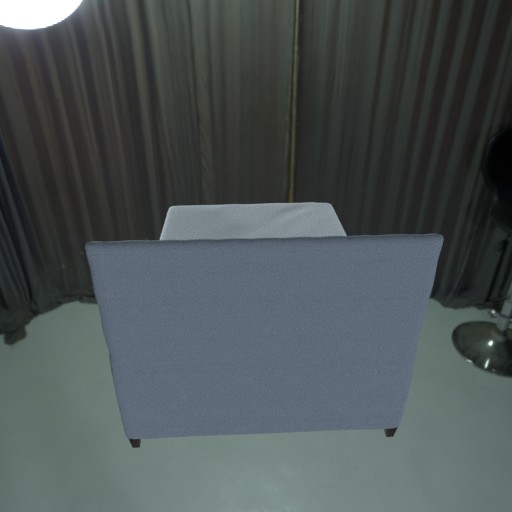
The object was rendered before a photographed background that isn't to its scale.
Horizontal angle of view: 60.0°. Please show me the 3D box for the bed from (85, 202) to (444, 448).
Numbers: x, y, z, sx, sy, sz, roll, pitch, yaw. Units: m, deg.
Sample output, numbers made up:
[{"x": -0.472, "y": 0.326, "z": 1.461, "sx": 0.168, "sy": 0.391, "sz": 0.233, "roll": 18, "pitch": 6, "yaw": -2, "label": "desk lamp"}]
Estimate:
[{"x": 0.000, "y": 0.000, "z": 3.348, "sx": 1.698, "sy": 1.427, "sz": 2.231, "roll": -1, "pitch": 30, "yaw": -2, "label": "bed"}]
